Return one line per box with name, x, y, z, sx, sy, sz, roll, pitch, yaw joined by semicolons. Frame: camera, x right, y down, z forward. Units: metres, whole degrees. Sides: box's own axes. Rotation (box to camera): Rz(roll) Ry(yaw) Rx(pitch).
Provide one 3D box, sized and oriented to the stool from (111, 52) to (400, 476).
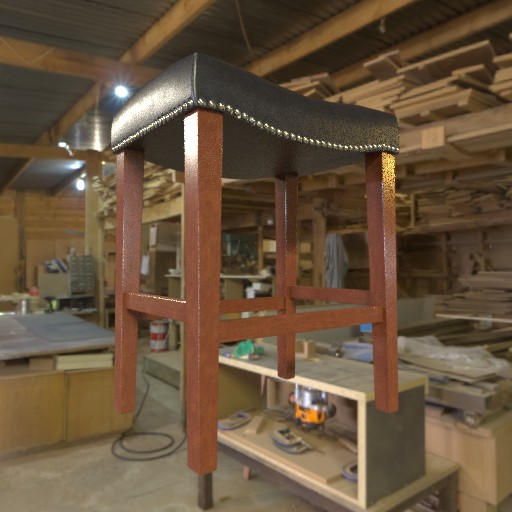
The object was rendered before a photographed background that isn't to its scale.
stool;0.000;0.000;0.940;0.504;0.654;0.372;0;-1;-37
